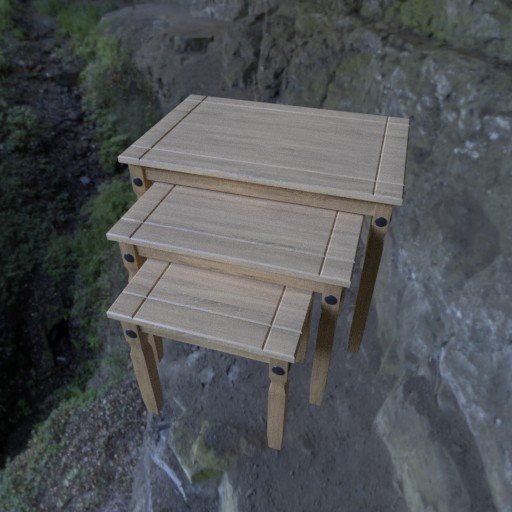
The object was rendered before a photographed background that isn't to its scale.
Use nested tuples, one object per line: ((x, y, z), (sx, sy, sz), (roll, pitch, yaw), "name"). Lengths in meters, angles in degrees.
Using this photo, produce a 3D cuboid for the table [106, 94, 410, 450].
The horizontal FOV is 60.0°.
((0.000, 0.000, 1.186), (0.660, 0.535, 0.773), (11, 41, 13), "table")
